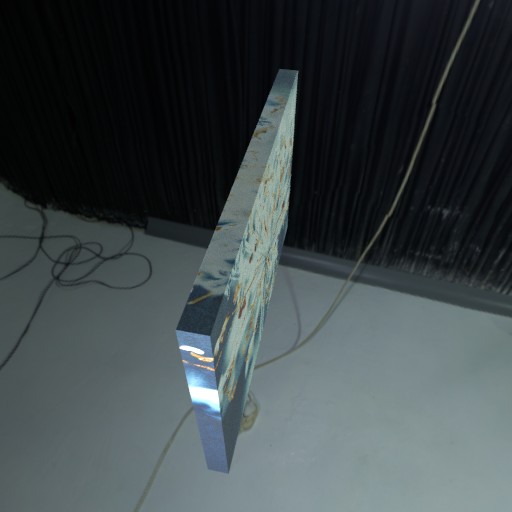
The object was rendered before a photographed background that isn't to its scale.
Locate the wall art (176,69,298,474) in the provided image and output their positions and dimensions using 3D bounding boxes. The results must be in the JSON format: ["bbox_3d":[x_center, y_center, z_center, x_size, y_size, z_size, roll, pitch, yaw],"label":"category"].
[{"bbox_3d":[0.000,0.000,0.788,0.036,0.405,0.607,9,47,8],"label":"wall art"}]
